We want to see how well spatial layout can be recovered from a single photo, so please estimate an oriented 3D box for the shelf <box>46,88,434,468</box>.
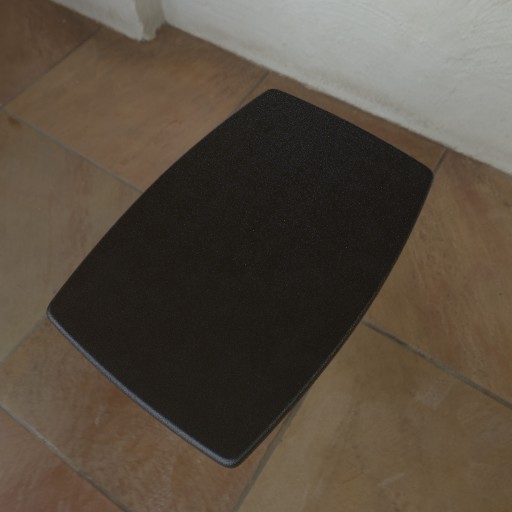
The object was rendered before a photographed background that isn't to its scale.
[{"bbox_3d":[0.000,0.000,0.521,0.280,0.100,0.410,33,67,16],"label":"shelf"}]
